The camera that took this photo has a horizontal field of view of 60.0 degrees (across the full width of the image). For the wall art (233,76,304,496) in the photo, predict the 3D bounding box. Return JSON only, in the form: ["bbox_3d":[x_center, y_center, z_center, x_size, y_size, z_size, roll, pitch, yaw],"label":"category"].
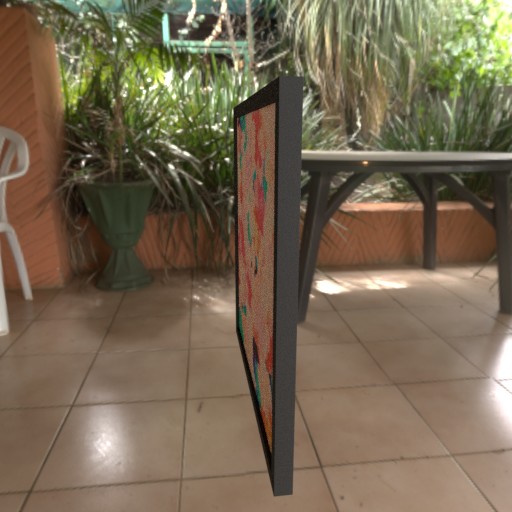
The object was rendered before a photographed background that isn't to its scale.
[{"bbox_3d":[0.000,0.000,0.451,0.015,0.304,0.306,-2,15,-8],"label":"wall art"}]
